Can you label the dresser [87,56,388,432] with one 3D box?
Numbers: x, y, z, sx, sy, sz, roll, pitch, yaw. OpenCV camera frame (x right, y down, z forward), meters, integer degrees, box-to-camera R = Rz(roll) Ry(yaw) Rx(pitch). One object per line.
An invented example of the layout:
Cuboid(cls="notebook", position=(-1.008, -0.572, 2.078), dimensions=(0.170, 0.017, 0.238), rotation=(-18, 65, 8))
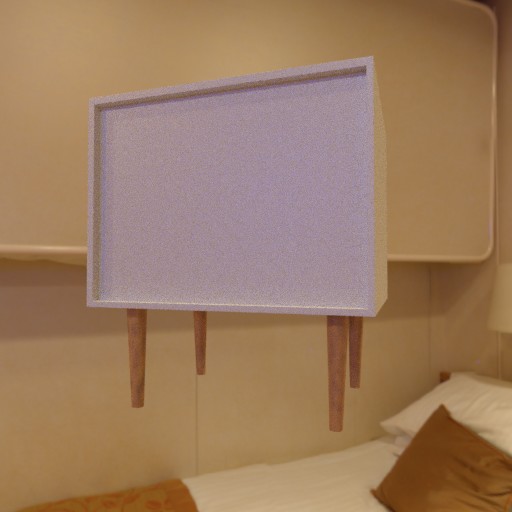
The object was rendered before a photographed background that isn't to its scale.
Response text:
Cuboid(cls="dresser", position=(0.000, 0.000, 0.914), dimensions=(0.503, 0.568, 0.414), rotation=(-1, -2, 19))
